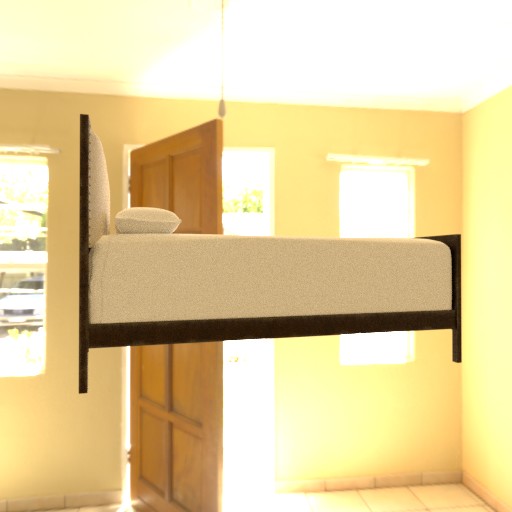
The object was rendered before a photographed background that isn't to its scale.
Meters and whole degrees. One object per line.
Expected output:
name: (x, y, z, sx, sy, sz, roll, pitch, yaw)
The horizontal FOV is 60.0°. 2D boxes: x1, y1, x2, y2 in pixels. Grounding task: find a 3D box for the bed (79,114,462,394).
bed: (0.000, 0.000, 3.168, 2.221, 1.313, 1.607, 0, -1, -17)
